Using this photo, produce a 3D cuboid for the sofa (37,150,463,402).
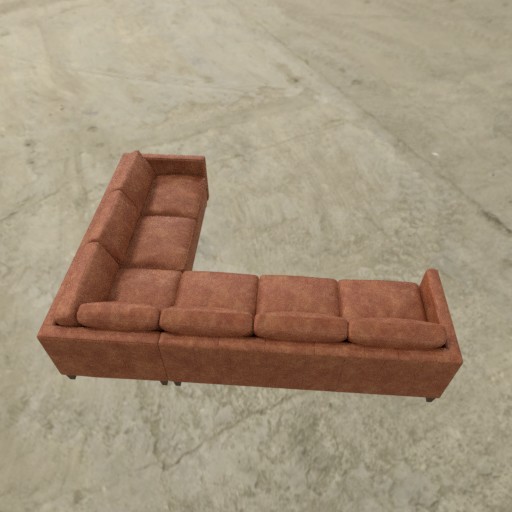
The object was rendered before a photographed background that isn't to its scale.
[{"bbox_3d":[0.000,0.000,4.255,3.167,0.838,2.438,3,47,3],"label":"sofa"}]
